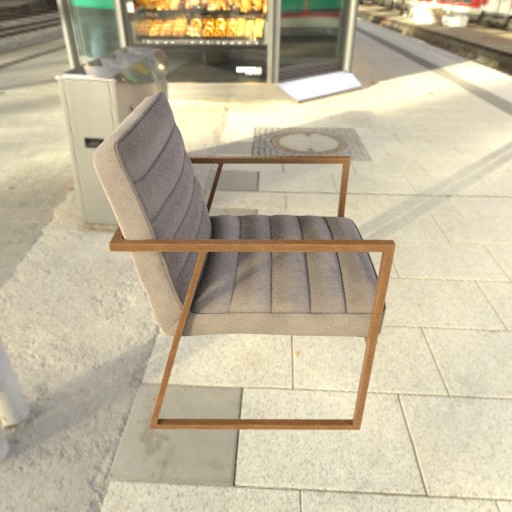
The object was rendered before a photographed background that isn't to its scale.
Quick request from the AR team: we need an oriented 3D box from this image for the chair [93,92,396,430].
[{"bbox_3d":[0.000,0.000,1.323,0.682,0.843,0.578,0,32,0],"label":"chair"}]
